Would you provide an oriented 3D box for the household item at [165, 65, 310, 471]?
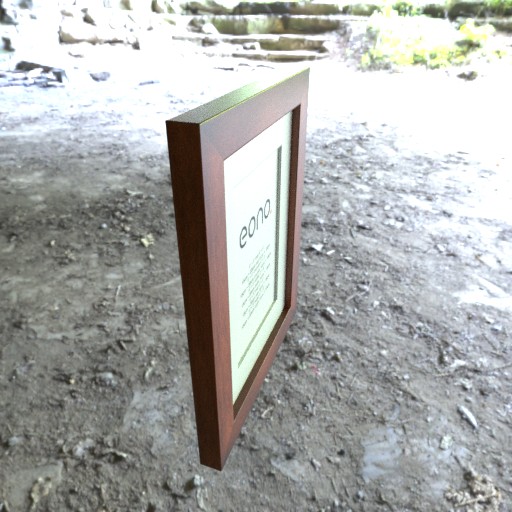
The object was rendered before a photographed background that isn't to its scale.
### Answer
[{"bbox_3d":[0.000,0.000,0.344,0.020,0.250,0.200,11,32,17],"label":"household item"}]
